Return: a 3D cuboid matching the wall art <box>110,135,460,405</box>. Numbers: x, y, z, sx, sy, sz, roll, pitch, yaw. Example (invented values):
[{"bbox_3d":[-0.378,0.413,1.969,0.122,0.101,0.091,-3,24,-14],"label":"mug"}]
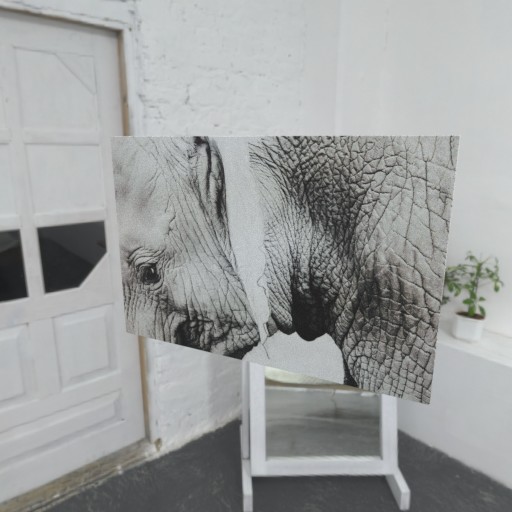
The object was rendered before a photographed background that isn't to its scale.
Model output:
[{"bbox_3d":[0.000,0.000,1.451,1.141,0.758,0.035,7,16,25],"label":"wall art"}]
